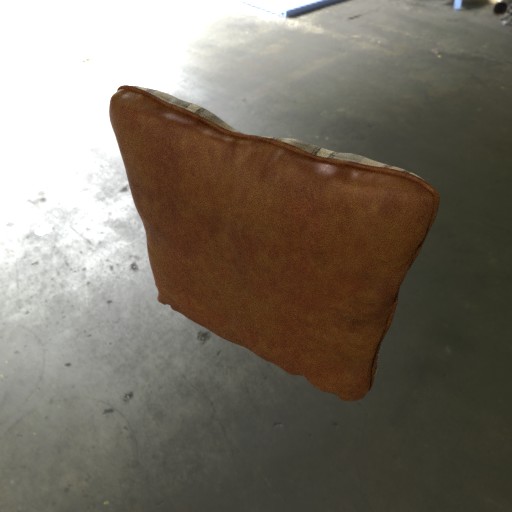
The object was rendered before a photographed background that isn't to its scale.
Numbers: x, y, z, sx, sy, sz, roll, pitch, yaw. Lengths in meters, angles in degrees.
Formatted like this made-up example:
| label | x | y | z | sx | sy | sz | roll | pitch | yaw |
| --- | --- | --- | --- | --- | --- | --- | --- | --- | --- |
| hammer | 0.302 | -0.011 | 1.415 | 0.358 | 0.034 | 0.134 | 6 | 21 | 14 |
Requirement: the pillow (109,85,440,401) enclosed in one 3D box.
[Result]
| label | x | y | z | sx | sy | sz | roll | pitch | yaw |
| --- | --- | --- | --- | --- | --- | --- | --- | --- | --- |
| pillow | 0.000 | 0.000 | 0.737 | 0.489 | 0.490 | 0.130 | 24 | 50 | 21 |
